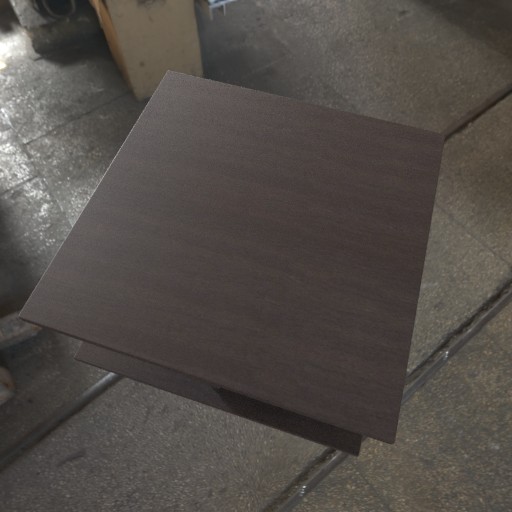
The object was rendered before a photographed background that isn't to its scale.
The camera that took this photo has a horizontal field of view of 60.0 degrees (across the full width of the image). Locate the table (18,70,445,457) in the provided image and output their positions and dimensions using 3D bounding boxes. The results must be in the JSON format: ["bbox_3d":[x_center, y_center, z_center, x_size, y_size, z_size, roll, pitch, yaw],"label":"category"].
[{"bbox_3d":[0.000,0.000,1.181,0.762,0.396,0.762,16,63,8],"label":"table"}]
